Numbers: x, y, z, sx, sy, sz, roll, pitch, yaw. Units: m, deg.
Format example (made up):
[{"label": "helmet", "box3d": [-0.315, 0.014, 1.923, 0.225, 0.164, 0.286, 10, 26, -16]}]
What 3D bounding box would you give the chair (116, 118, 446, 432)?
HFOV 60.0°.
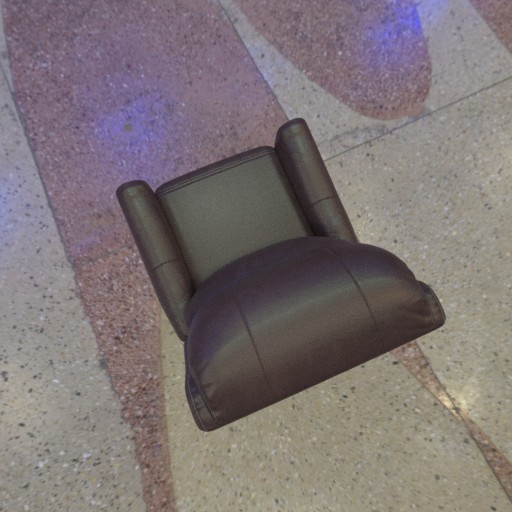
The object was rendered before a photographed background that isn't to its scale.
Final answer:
[{"label": "chair", "box3d": [0.000, 0.000, 1.736, 0.838, 1.054, 1.014, -22, 75, -6]}]
